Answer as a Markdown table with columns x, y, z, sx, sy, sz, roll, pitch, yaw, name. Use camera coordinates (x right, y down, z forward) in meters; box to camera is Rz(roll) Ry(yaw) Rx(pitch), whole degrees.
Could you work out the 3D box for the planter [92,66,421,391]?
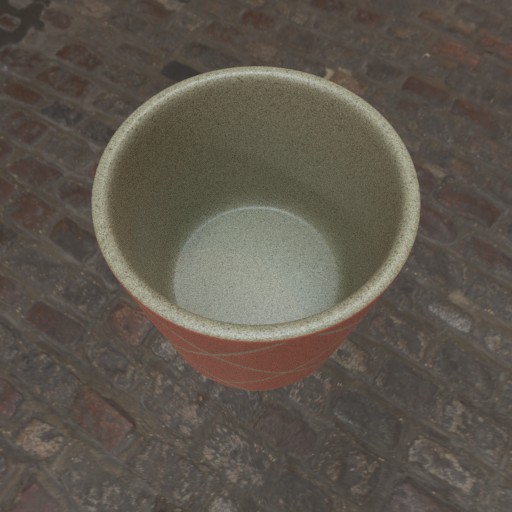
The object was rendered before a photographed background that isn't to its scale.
| x | y | z | sx | sy | sz | roll | pitch | yaw | name |
| --- | --- | --- | --- | --- | --- | --- | --- | --- | --- |
| 0.000 | 0.000 | 0.348 | 0.191 | 0.200 | 0.191 | 0 | 64 | 0 | planter |
